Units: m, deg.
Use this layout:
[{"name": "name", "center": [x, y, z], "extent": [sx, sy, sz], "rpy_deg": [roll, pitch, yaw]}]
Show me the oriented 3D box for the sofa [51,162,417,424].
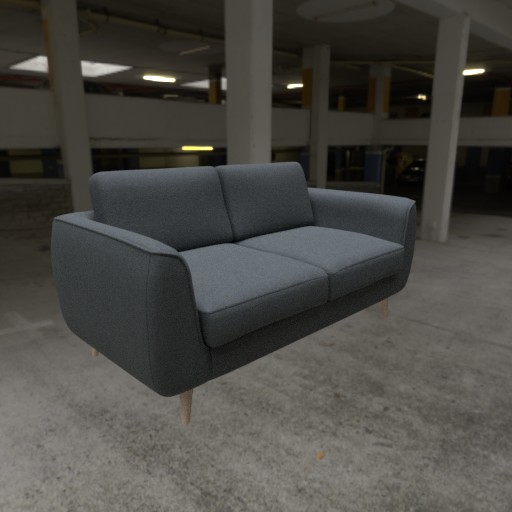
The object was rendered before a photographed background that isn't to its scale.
[{"name": "sofa", "center": [0.000, 0.000, 2.183], "extent": [1.700, 0.850, 0.920], "rpy_deg": [-14, 20, -43]}]
